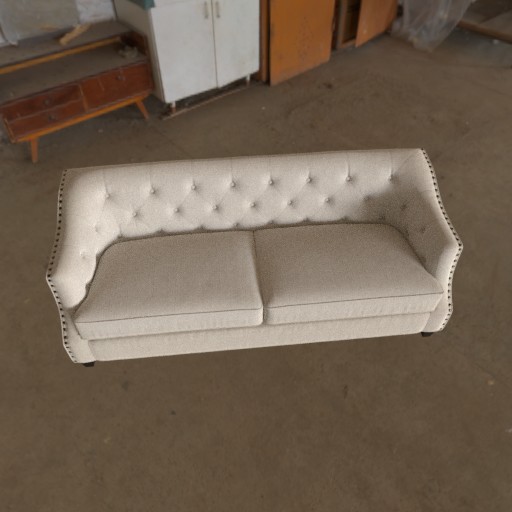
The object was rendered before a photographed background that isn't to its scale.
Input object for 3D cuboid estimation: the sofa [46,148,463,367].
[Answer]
[{"bbox_3d":[0.000,0.000,2.715,2.235,0.901,0.914,-4,47,-4],"label":"sofa"}]
